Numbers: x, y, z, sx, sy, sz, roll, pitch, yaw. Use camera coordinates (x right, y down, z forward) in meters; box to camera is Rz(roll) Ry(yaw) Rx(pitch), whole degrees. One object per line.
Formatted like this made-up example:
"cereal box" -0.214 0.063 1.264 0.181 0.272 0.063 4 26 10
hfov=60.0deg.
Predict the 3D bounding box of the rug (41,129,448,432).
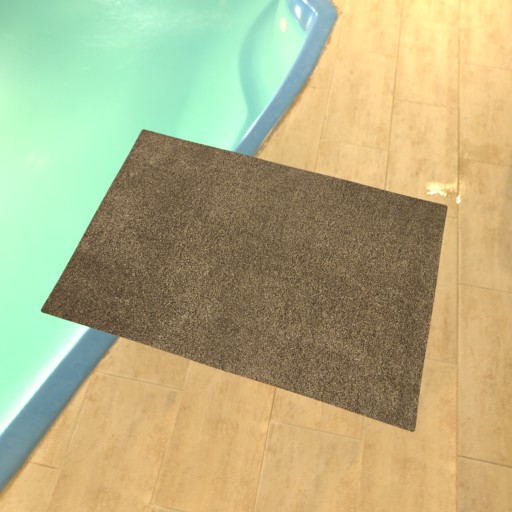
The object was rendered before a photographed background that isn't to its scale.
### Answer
"rug" 0.000 0.000 3.405 2.699 0.026 1.802 16 65 8
